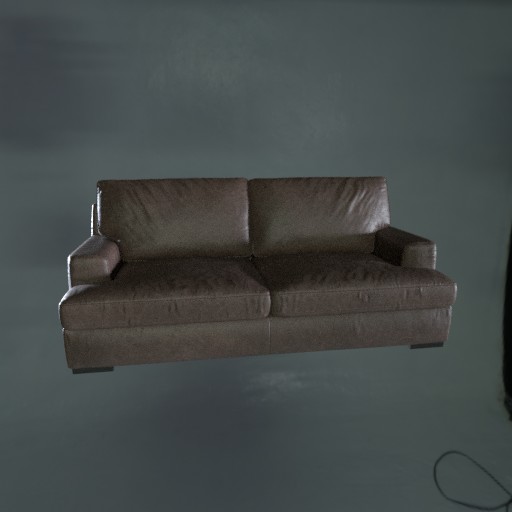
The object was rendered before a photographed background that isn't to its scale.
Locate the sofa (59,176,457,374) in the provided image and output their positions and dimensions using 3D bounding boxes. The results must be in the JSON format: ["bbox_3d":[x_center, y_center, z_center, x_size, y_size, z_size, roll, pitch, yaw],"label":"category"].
[{"bbox_3d":[0.000,0.000,2.874,2.261,0.941,1.143,-2,16,-8],"label":"sofa"}]
